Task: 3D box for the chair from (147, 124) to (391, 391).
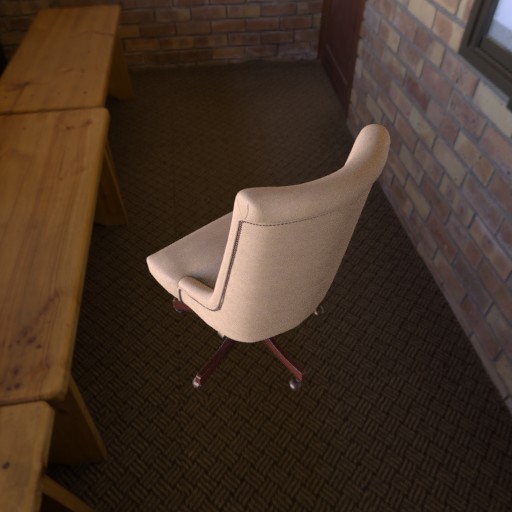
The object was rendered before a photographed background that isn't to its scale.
[{"bbox_3d":[0.000,0.000,1.485,0.645,1.010,0.696,-31,54,-27],"label":"chair"}]
